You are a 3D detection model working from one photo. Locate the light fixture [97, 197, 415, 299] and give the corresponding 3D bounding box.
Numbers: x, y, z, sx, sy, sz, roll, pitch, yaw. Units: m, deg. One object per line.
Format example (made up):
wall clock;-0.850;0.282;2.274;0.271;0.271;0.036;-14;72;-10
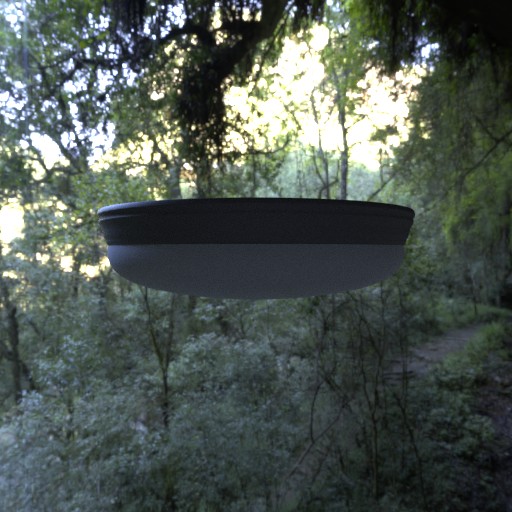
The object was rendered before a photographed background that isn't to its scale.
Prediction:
light fixture;0.000;0.000;0.545;0.368;0.100;0.368;0;1;0
